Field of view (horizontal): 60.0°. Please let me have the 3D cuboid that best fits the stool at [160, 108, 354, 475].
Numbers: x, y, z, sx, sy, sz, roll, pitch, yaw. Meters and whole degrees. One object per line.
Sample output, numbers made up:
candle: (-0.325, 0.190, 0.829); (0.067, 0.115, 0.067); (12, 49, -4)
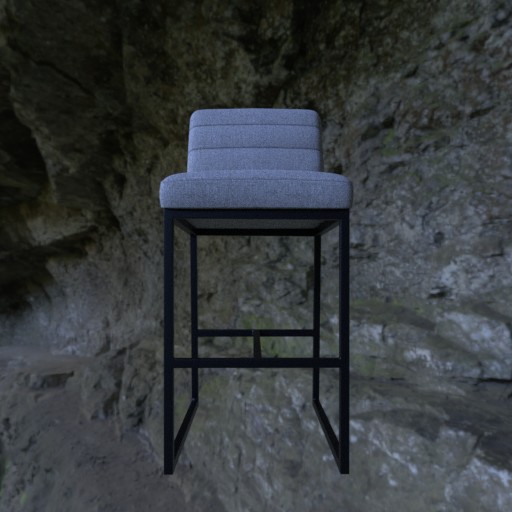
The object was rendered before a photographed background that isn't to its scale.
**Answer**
stool: (0.000, 0.000, 1.306); (0.459, 1.034, 0.571); (0, 0, 0)
